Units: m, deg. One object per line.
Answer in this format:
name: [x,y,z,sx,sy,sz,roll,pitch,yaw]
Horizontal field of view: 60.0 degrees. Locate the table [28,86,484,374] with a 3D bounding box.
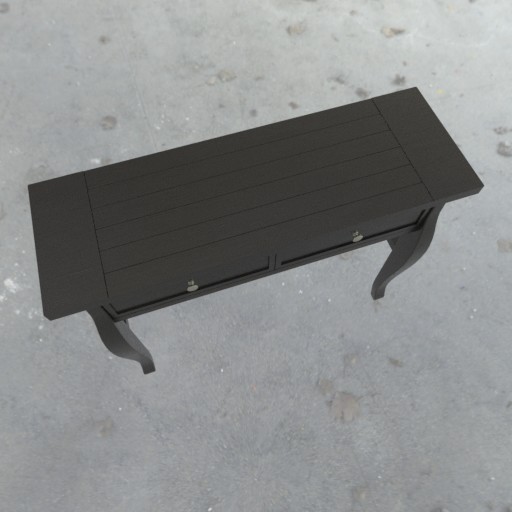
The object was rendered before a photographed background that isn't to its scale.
table: [0.000,0.000,1.429,1.062,0.768,0.373,-17,64,-8]
